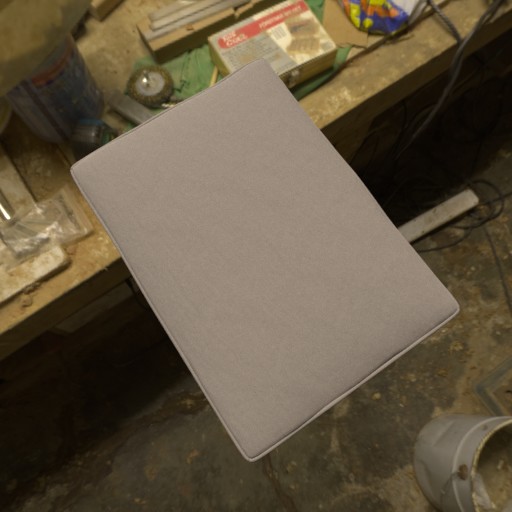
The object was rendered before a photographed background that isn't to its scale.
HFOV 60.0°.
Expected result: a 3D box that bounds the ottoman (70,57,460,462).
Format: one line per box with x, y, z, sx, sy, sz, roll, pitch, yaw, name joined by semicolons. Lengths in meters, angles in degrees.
0.000;0.000;1.332;0.703;0.479;0.944;-33;77;-9;ottoman
